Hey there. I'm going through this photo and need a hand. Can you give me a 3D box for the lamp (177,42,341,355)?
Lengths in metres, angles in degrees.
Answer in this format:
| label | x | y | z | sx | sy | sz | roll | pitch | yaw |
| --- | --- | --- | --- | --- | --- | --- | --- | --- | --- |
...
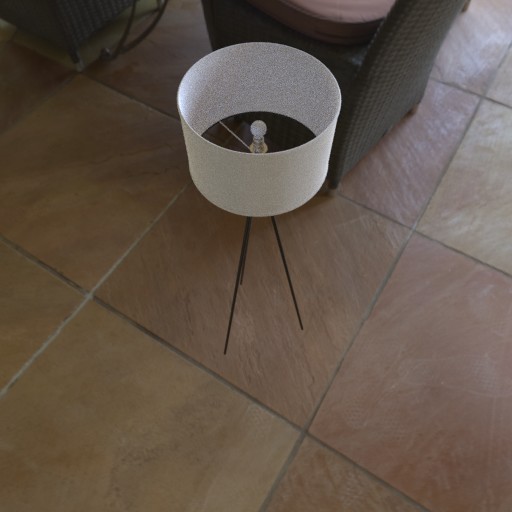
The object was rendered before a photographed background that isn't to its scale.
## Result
| label | x | y | z | sx | sy | sz | roll | pitch | yaw |
| --- | --- | --- | --- | --- | --- | --- | --- | --- | --- |
| lamp | 0.000 | 0.000 | 1.761 | 0.448 | 1.545 | 0.458 | 31 | 65 | 17 |
